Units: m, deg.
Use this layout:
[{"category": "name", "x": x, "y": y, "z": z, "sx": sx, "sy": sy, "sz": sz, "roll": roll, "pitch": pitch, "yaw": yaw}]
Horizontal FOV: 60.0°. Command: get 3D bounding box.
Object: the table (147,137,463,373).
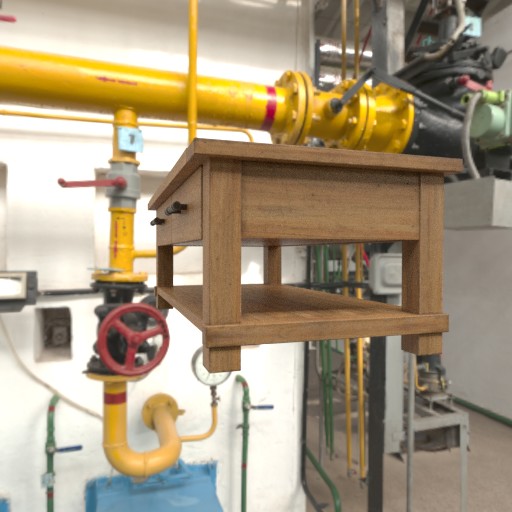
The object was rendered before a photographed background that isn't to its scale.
[{"category": "table", "x": 0.000, "y": 0.000, "z": 1.610, "sx": 0.693, "sy": 0.494, "sz": 1.270, "roll": 0, "pitch": 0, "yaw": -18}]
